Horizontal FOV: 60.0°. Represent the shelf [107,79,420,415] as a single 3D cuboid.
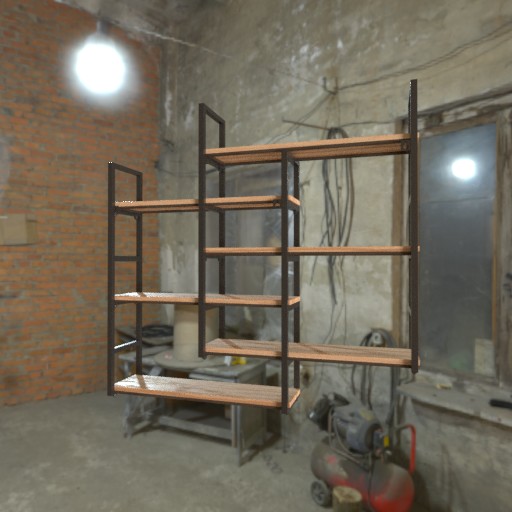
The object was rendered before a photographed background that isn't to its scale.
[{"bbox_3d":[0.000,0.000,1.377,0.946,0.921,0.183,0,-1,17],"label":"shelf"}]
